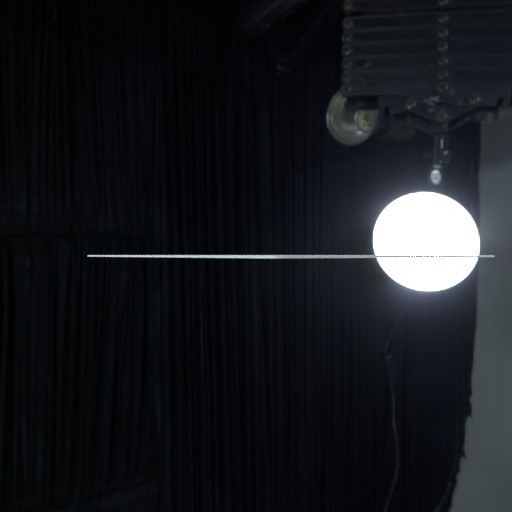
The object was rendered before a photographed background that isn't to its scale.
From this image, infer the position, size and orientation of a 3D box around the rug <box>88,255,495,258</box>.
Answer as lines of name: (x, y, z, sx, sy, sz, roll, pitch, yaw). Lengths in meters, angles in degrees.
rug: (0.000, 0.000, 2.184, 1.143, 0.008, 1.753, 0, 0, -36)
